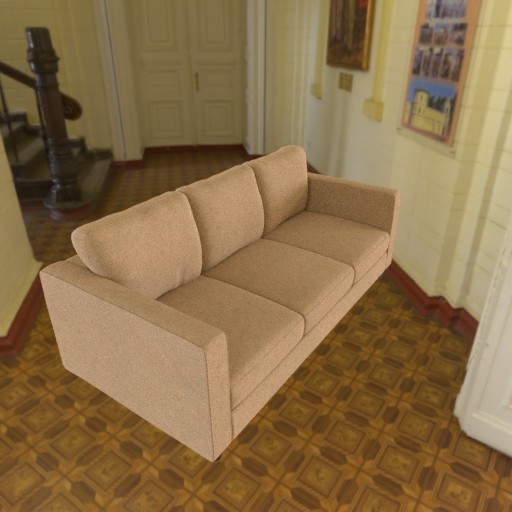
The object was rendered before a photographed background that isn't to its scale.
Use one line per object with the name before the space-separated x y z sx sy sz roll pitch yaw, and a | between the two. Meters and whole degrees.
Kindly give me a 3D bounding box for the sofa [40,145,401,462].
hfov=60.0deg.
sofa | 0.000 0.000 2.364 0.930 0.800 1.855 18 32 30
